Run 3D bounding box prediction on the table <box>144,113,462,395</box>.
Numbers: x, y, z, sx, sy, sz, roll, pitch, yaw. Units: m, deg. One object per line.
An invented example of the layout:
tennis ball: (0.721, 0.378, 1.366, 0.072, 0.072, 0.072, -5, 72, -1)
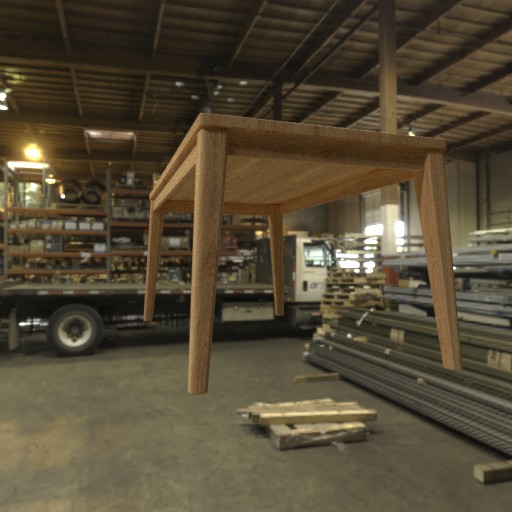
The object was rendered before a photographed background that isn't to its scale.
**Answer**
table: (0.000, 0.000, 2.072, 0.900, 0.760, 1.600, 0, -1, -19)
